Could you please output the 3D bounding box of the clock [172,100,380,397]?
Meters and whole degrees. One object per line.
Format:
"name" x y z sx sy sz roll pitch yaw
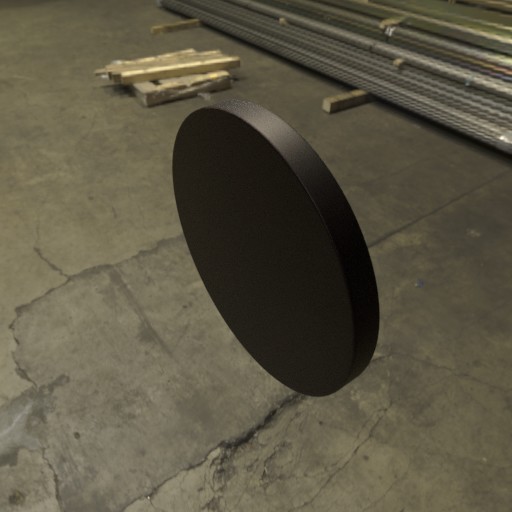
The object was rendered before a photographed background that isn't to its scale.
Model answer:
"clock" 0.000 0.000 0.468 0.029 0.314 0.314 -26 48 -26
